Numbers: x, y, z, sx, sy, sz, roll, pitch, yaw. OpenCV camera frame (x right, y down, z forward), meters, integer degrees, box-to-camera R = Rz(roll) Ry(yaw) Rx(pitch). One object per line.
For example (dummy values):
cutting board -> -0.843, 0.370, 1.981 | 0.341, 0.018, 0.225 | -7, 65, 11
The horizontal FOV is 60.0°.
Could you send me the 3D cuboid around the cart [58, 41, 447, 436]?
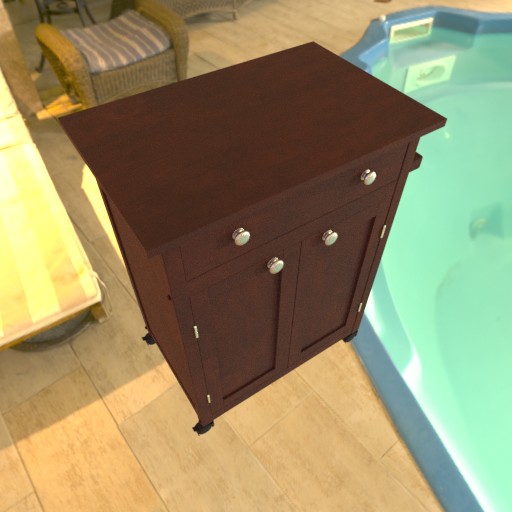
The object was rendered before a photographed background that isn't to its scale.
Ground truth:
cart -> 0.000, 0.000, 1.234 | 0.683, 0.864, 0.442 | -26, 54, -21
